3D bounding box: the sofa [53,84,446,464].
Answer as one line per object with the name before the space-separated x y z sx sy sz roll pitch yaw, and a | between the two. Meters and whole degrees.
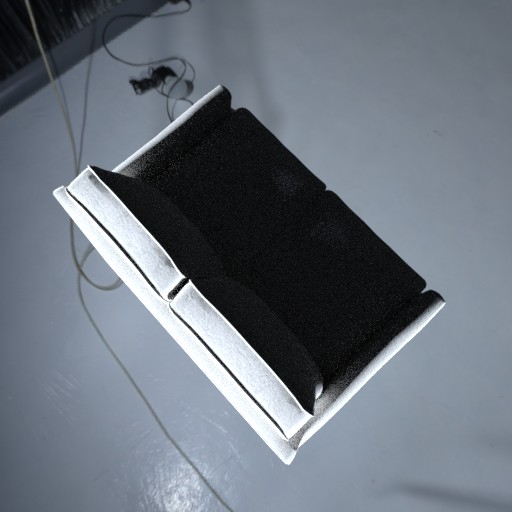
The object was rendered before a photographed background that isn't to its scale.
sofa | 0.000 0.000 2.233 1.084 1.003 1.597 -42 79 -10
